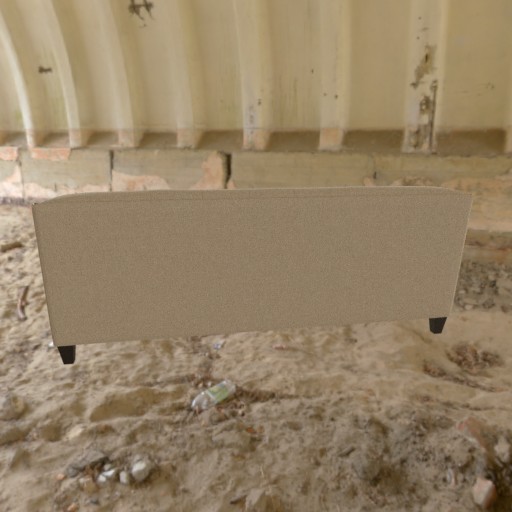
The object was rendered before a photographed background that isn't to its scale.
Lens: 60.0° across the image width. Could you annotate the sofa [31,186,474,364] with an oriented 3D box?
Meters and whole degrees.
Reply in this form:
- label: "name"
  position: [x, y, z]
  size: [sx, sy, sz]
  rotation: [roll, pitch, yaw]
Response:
- label: "sofa"
  position: [0.000, 0.000, 2.714]
  size: [2.235, 0.901, 0.914]
  rotation: [-3, 14, -10]
